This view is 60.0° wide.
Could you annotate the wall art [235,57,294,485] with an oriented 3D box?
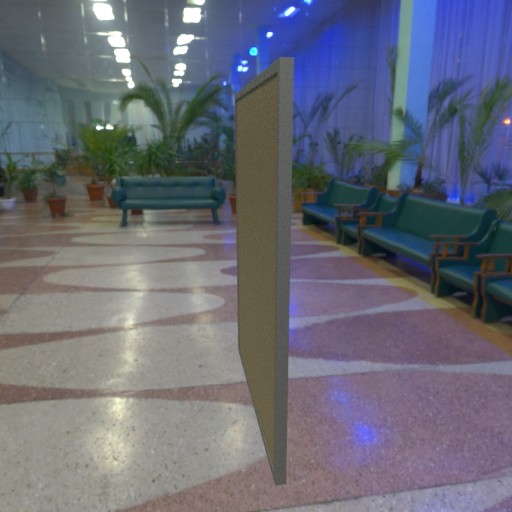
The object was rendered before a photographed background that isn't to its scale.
[{"bbox_3d":[0.000,0.000,1.411,0.034,1.042,0.789,-2,15,-9],"label":"wall art"}]
